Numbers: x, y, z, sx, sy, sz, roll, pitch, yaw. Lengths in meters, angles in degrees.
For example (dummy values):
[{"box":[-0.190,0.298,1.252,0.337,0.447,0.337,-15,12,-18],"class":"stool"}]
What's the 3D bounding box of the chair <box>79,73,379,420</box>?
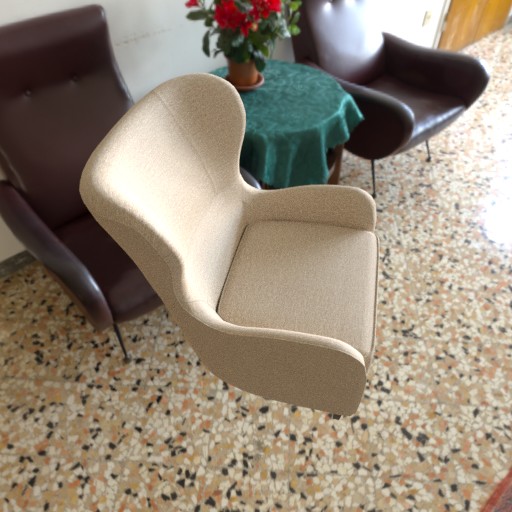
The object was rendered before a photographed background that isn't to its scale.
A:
[{"box":[0.000,0.000,1.738,0.984,1.064,0.861,9,47,9],"class":"chair"}]
